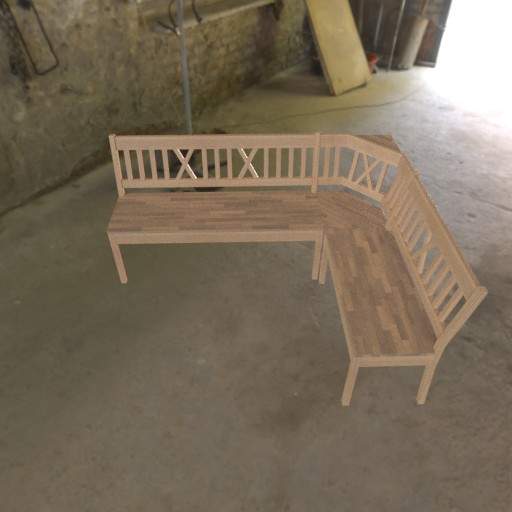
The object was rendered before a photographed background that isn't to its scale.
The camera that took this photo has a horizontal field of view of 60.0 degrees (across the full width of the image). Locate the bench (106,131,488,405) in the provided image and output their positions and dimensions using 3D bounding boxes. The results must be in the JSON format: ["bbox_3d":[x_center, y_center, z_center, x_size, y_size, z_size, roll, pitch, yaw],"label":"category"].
[{"bbox_3d":[0.000,0.000,2.738,1.937,0.902,1.537,-1,41,-1],"label":"bench"}]
